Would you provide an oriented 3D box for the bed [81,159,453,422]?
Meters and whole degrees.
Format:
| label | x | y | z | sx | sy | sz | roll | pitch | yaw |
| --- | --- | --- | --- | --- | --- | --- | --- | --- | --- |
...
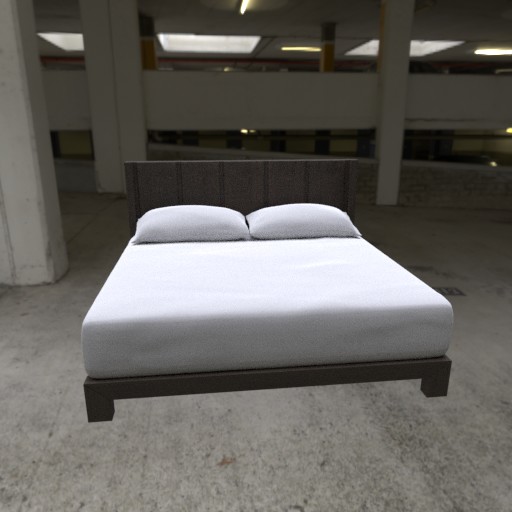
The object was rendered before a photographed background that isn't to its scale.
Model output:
| label | x | y | z | sx | sy | sz | roll | pitch | yaw |
| --- | --- | --- | --- | --- | --- | --- | --- | --- | --- |
| bed | 0.000 | 0.000 | 3.370 | 2.134 | 1.270 | 2.012 | -2 | 17 | -6 |
